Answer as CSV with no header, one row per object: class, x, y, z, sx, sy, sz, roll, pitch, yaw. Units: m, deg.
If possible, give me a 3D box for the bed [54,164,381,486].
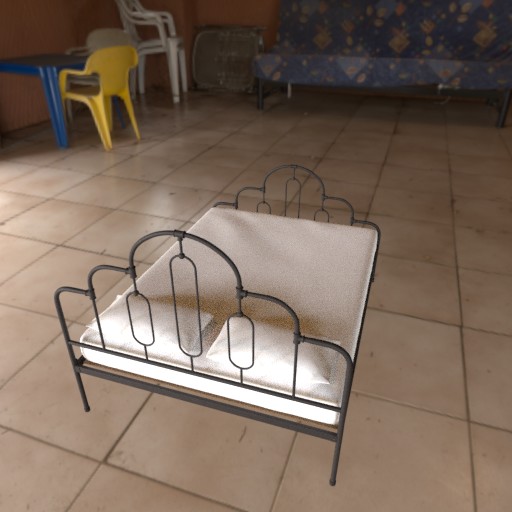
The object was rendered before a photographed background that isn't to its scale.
bed,0.000,0.000,3.168,1.640,1.429,2.163,9,31,16
